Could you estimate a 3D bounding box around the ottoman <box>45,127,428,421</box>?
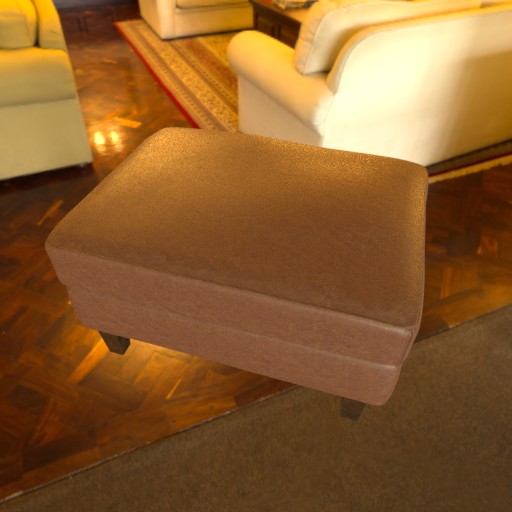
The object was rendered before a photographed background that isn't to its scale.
[{"bbox_3d":[0.000,0.000,1.261,0.851,0.485,0.650,12,43,13],"label":"ottoman"}]
